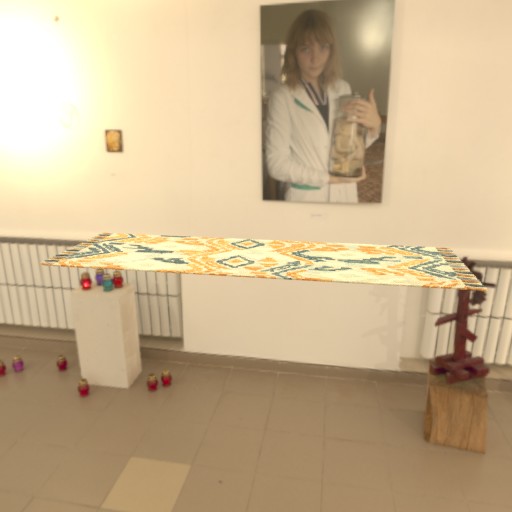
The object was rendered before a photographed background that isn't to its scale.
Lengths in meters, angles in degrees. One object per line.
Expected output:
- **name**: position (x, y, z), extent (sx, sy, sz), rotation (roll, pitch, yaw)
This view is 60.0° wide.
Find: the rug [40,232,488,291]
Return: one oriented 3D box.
- **rug**: position (0.000, 0.000, 2.721), extent (2.437, 0.010, 0.783), rotation (3, 17, 9)
